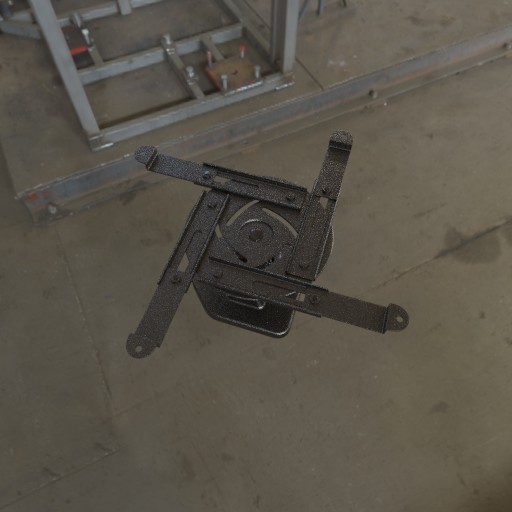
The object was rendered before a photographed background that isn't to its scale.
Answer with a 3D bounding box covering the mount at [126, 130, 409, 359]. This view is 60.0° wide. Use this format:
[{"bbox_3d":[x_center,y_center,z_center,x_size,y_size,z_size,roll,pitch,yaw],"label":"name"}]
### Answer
[{"bbox_3d":[0.000,0.000,0.606,0.394,0.141,0.394,15,60,9],"label":"mount"}]
